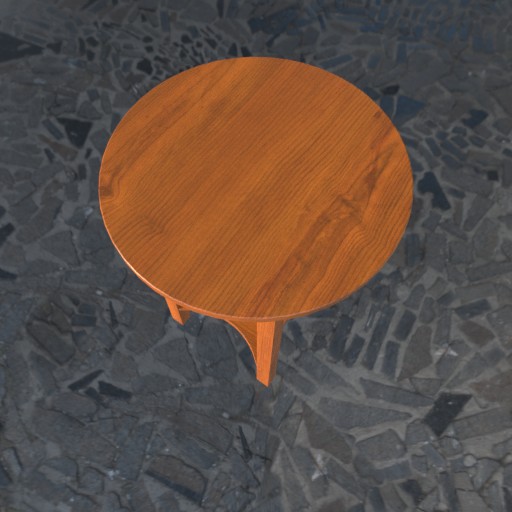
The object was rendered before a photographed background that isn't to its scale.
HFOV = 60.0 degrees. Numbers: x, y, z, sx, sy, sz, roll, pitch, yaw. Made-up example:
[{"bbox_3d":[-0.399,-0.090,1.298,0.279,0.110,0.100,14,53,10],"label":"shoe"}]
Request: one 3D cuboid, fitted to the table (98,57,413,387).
[{"bbox_3d":[0.000,0.000,0.925,0.457,0.610,0.457,0,65,0],"label":"table"}]
